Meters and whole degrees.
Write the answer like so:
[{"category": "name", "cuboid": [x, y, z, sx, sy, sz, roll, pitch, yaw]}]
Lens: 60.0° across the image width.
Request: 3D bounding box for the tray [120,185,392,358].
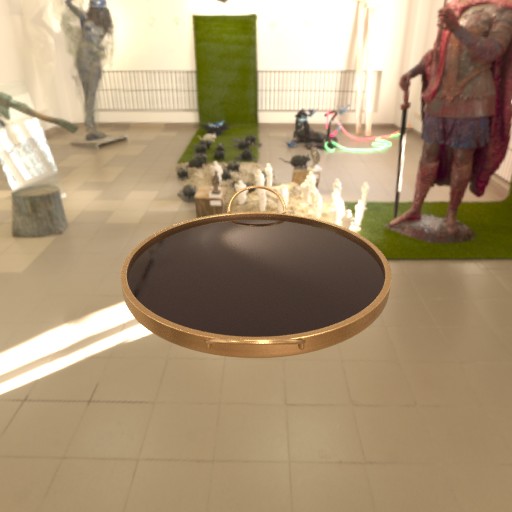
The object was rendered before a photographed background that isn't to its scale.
[{"category": "tray", "cuboid": [0.000, 0.000, 0.739, 0.438, 0.069, 0.543, 0, 27, 0]}]
